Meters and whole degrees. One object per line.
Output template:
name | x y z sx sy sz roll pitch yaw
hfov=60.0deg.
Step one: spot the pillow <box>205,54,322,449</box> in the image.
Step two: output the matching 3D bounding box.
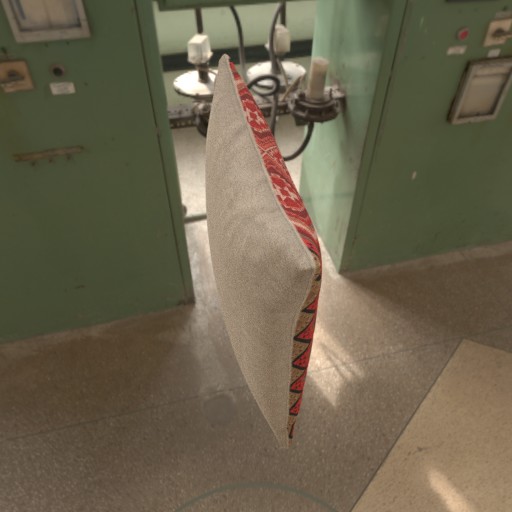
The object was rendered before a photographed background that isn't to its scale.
pillow | 0.000 0.000 0.800 0.158 0.511 0.513 -9 48 -9
